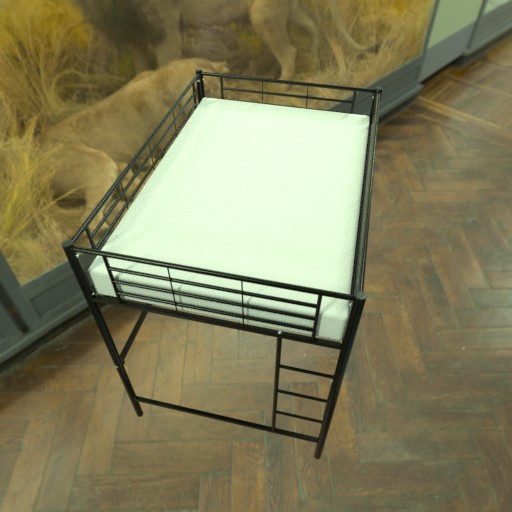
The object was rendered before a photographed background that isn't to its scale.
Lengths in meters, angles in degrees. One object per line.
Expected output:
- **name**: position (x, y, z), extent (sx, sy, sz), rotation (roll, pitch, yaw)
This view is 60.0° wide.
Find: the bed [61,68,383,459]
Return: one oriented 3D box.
- **bed**: position (0.000, 0.000, 3.248), extent (1.397, 1.803, 1.994), rotation (10, 47, 9)
